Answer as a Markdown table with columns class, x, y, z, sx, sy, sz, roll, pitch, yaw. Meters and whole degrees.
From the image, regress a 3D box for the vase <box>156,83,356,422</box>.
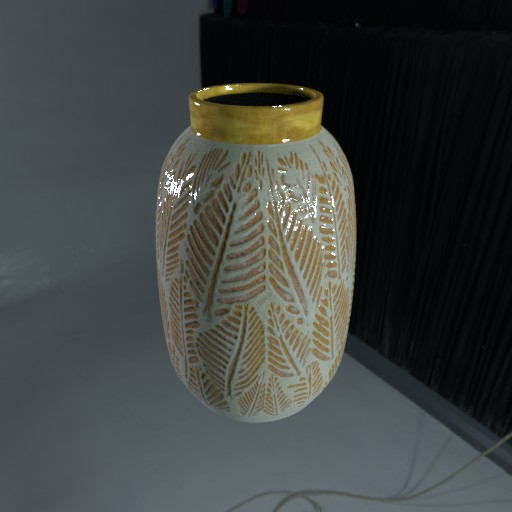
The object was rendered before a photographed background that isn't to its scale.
| class | x | y | z | sx | sy | sz | roll | pitch | yaw |
| --- | --- | --- | --- | --- | --- | --- | --- | --- | --- |
| vase | 0.000 | 0.000 | 0.386 | 0.172 | 0.270 | 0.172 | 0 | 30 | 0 |
